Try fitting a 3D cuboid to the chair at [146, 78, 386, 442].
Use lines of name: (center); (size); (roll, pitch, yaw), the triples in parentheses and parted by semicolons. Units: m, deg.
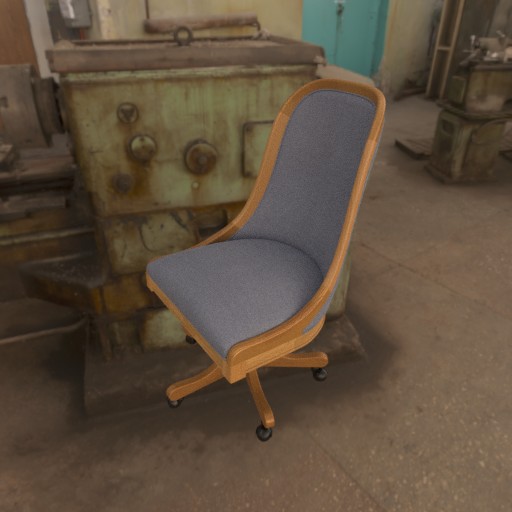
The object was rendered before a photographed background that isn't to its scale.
chair: (0.000, 0.000, 1.472); (0.735, 1.031, 0.605); (-20, 36, -29)
